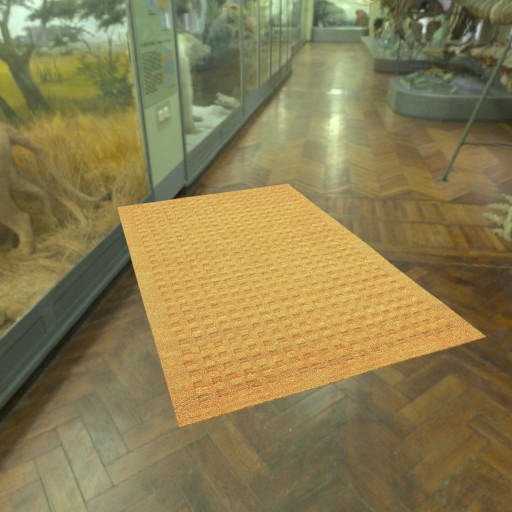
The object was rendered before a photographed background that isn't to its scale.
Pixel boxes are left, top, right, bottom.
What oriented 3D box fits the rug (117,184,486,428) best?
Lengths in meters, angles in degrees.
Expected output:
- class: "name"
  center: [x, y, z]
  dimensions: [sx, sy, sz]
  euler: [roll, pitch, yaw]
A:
- class: "rug"
  center: [0.000, 0.000, 2.161]
  dimensions: [1.143, 0.006, 1.747]
  euler: [-11, 31, -18]
